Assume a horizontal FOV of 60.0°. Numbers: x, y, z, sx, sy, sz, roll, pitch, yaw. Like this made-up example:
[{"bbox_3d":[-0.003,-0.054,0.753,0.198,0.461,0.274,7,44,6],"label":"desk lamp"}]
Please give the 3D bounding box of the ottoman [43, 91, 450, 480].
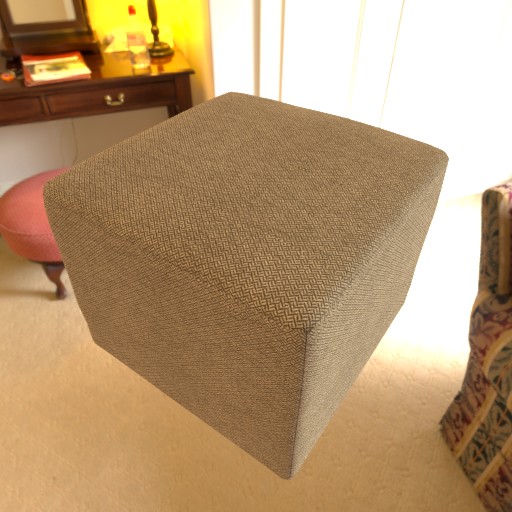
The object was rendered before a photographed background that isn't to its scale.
[{"bbox_3d":[0.000,0.000,0.870,0.512,0.453,0.519,25,47,26],"label":"ottoman"}]
